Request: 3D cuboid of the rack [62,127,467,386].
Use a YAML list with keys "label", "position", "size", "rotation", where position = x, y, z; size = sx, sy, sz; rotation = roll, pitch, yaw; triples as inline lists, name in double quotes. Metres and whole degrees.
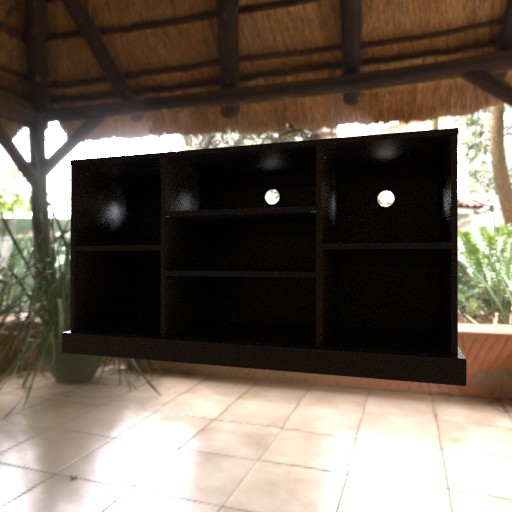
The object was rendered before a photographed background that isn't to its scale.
- label: "rack"
  position: [0.000, 0.000, 1.454]
  size: [1.206, 0.635, 0.399]
  rotation: [0, 0, 18]
